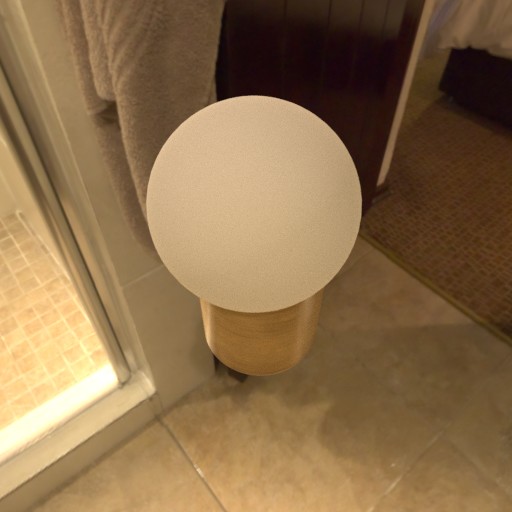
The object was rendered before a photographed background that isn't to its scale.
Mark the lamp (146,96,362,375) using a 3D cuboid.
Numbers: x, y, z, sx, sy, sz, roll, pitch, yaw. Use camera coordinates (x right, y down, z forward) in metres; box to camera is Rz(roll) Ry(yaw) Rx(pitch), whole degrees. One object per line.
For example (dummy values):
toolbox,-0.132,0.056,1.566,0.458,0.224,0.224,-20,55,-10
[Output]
lamp,0.000,0.000,0.343,0.141,0.250,0.152,10,48,9
